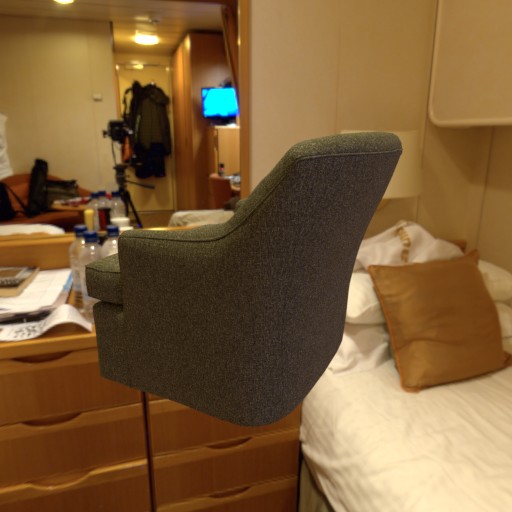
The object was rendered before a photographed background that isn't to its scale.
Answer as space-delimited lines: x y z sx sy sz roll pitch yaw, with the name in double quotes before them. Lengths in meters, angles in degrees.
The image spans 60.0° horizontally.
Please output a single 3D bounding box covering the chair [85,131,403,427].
"chair" 0.000 0.000 1.587 0.923 0.856 0.864 8 17 26
